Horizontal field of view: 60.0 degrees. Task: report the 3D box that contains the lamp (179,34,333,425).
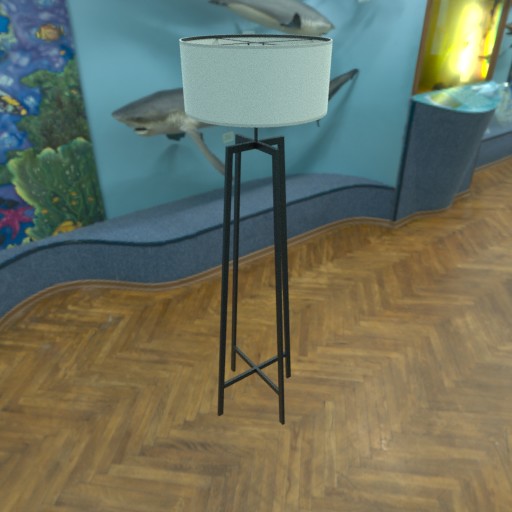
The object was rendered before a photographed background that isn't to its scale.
[{"bbox_3d":[0.000,0.000,1.714,0.457,1.510,0.456,-20,35,-30],"label":"lamp"}]
